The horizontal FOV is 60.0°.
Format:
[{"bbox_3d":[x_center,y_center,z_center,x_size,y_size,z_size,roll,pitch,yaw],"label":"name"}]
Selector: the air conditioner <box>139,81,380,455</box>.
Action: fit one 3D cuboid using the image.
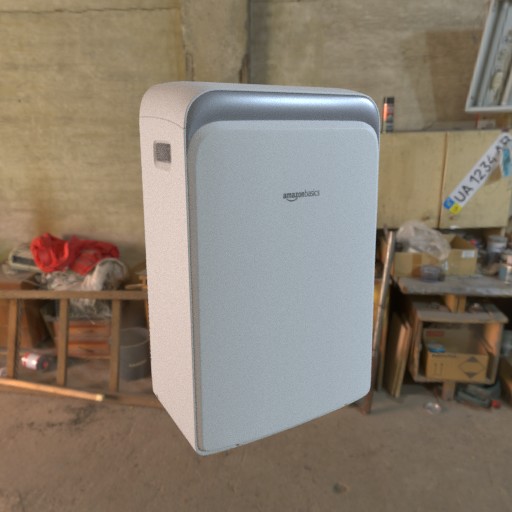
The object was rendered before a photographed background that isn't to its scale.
[{"bbox_3d":[0.000,0.000,0.960,0.454,0.700,0.365,-9,19,-28],"label":"air conditioner"}]
